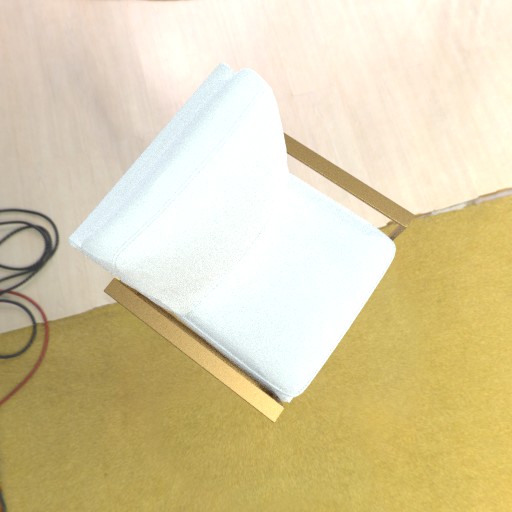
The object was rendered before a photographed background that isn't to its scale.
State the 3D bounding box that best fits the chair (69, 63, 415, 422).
[{"bbox_3d":[0.000,0.000,1.548,0.813,0.966,0.805,35,79,8],"label":"chair"}]
